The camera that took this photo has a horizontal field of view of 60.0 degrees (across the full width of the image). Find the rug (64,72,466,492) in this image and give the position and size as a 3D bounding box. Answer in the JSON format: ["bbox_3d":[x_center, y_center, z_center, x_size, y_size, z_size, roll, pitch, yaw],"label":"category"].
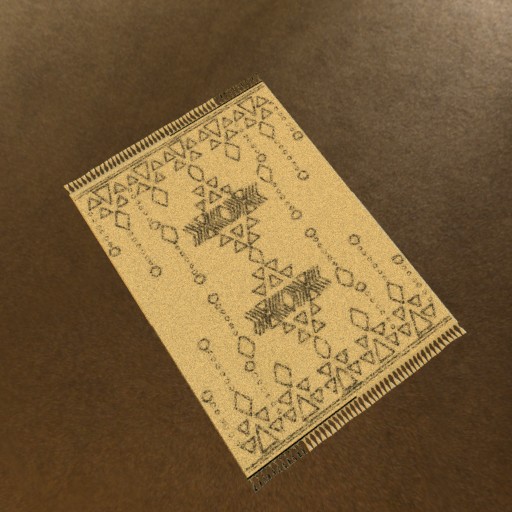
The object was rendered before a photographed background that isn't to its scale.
[{"bbox_3d":[0.000,0.000,2.902,1.600,0.013,2.312,-34,77,-9],"label":"rug"}]
